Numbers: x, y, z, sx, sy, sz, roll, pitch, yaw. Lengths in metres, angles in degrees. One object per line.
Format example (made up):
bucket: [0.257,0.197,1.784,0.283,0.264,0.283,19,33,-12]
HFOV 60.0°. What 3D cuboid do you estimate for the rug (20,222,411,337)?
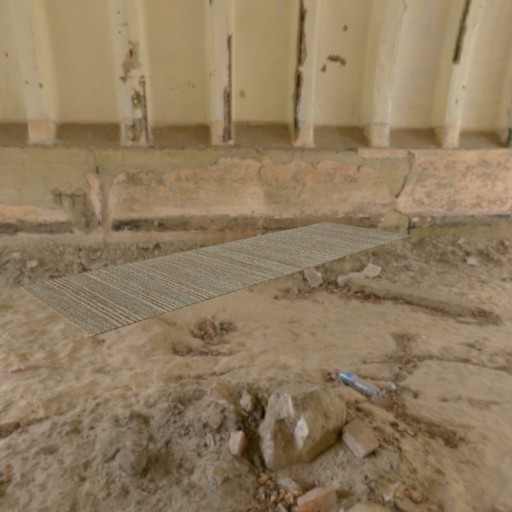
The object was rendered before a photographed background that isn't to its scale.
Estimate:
rug: [0.000,0.000,2.692,2.438,0.006,0.783,-14,20,-43]
